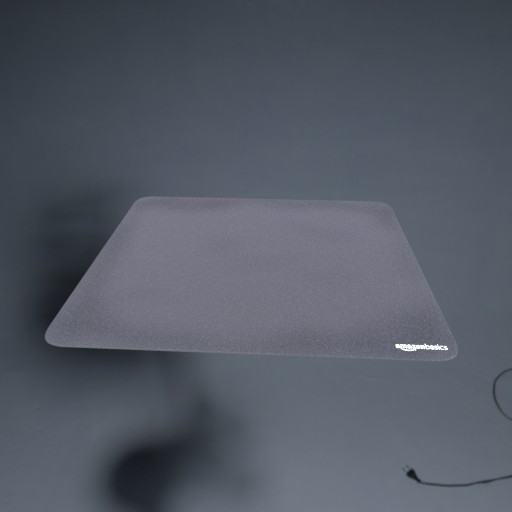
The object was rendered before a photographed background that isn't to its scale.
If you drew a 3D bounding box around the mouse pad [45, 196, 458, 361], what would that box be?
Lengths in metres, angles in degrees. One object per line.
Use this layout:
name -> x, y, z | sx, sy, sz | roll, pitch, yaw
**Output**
mouse pad -> 0.000, 0.000, 0.632 | 0.451, 0.002, 0.393 | 2, 32, 3
